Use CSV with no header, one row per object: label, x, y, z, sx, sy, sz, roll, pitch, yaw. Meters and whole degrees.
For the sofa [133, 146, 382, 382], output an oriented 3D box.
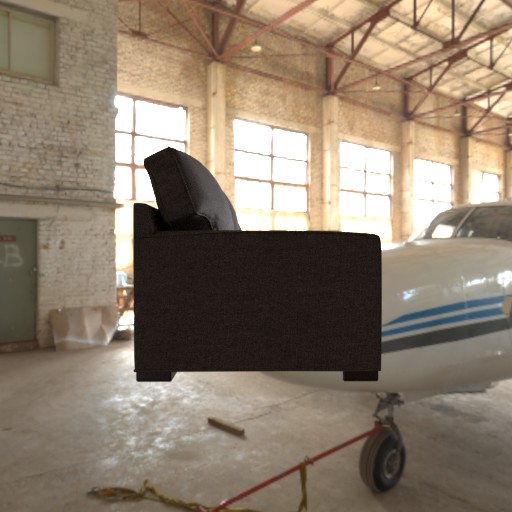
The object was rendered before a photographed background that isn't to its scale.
sofa,0.000,0.000,2.930,1.004,0.978,2.369,0,1,0
